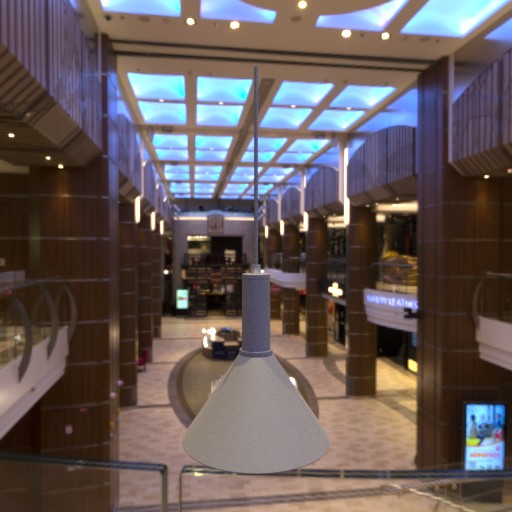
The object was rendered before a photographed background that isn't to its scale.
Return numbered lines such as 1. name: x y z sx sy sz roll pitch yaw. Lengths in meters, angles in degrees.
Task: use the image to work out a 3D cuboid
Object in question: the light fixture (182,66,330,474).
1. light fixture: 0.000 0.000 0.805 0.267 0.683 0.267 1 1 36
